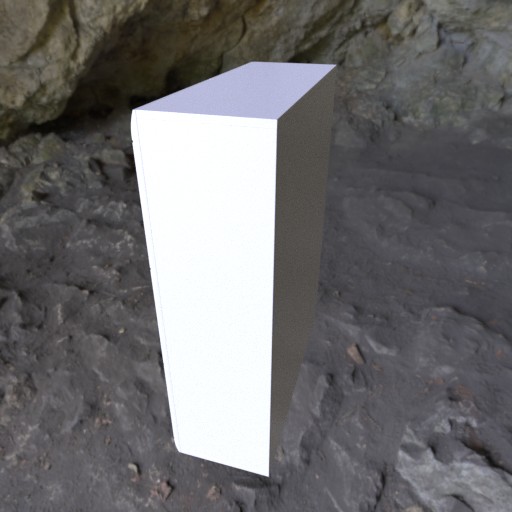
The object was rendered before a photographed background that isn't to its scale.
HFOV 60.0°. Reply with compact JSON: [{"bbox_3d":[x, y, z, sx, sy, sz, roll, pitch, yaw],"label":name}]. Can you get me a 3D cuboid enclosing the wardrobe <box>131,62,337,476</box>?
[{"bbox_3d":[0.000,0.000,1.618,0.360,1.200,0.900,9,31,14],"label":"wardrobe"}]
